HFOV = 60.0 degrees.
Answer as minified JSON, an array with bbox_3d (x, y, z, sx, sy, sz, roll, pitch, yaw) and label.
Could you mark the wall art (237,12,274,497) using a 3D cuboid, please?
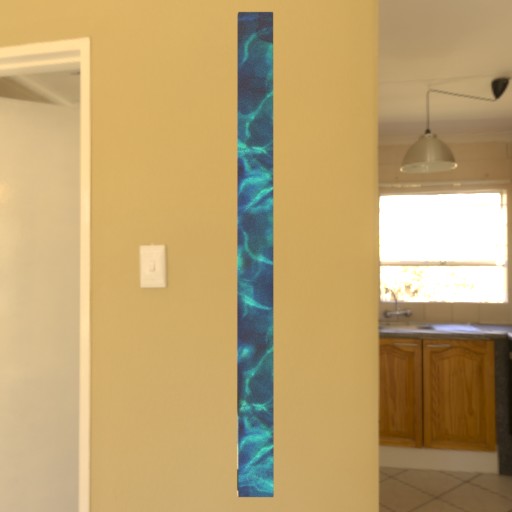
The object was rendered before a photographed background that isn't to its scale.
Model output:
[{"bbox_3d":[0.000,0.000,0.679,0.038,0.508,0.432,0,-1,0],"label":"wall art"}]
